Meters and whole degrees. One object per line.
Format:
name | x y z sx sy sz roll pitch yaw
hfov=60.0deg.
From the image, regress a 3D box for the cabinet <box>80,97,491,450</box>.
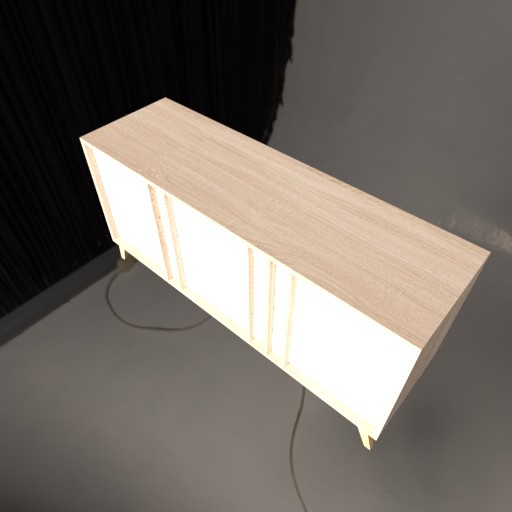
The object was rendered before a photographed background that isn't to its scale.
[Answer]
cabinet | 0.000 0.000 2.007 1.649 0.780 0.500 32 54 27
